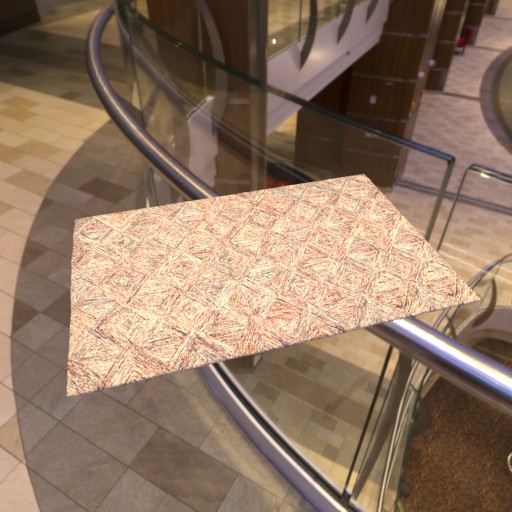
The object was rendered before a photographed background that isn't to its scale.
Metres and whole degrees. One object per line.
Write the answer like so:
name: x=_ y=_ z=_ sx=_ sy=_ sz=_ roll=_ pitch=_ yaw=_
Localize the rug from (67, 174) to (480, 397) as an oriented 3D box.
rug: x=0.000 y=0.000 z=2.203 sx=1.761 sy=0.014 sz=1.143 roll=-11 pitch=42 yaw=-12
